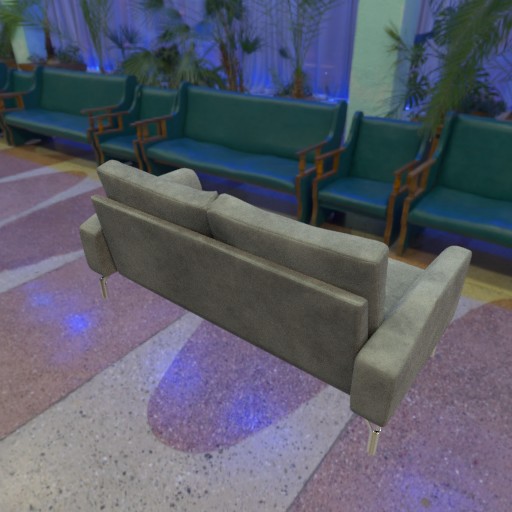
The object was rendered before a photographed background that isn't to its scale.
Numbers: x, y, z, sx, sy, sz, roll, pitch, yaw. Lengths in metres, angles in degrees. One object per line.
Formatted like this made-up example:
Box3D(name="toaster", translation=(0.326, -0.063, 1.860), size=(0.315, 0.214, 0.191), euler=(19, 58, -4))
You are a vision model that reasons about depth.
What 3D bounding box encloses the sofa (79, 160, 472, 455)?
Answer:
Box3D(name="sofa", translation=(0.000, 0.000, 2.270), size=(1.837, 0.859, 0.849), euler=(21, 36, 32))
